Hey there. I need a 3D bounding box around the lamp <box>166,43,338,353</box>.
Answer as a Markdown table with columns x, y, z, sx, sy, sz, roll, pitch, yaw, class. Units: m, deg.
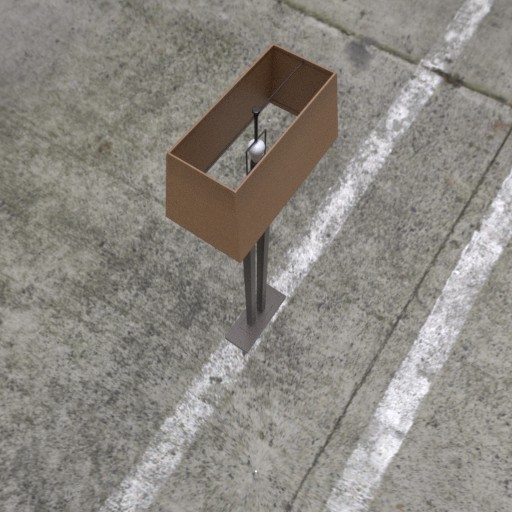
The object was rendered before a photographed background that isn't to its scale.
| x | y | z | sx | sy | sz | roll | pitch | yaw | class |
| --- | --- | --- | --- | --- | --- | --- | --- | --- | --- |
| 0.000 | 0.000 | 1.631 | 0.233 | 1.469 | 0.475 | 32 | 68 | 14 | lamp |
